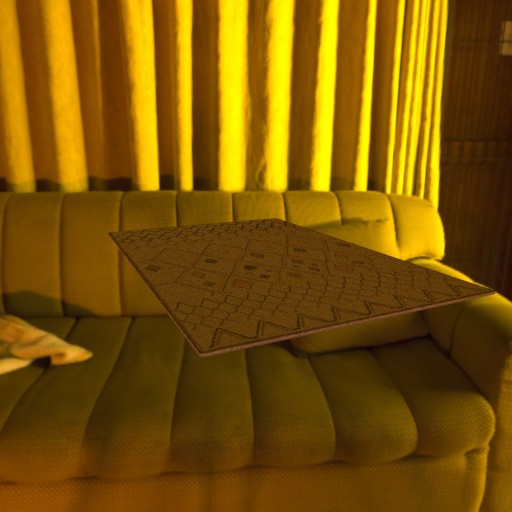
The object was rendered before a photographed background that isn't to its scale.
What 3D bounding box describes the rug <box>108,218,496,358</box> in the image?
[{"bbox_3d":[0.000,0.000,2.283,1.219,0.016,1.829,-7,16,-25],"label":"rug"}]
